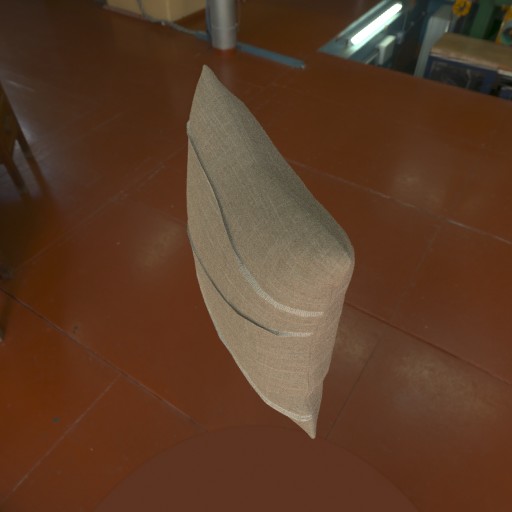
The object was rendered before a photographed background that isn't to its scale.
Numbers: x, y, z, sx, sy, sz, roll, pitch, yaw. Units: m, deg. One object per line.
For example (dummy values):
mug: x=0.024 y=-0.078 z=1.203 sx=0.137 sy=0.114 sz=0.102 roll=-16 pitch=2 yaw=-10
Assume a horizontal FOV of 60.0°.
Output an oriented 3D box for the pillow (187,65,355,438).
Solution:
pillow: x=0.000 y=0.000 z=0.651 sx=0.169 sy=0.400 sz=0.424 roll=-17 pitch=50 yaw=-15
